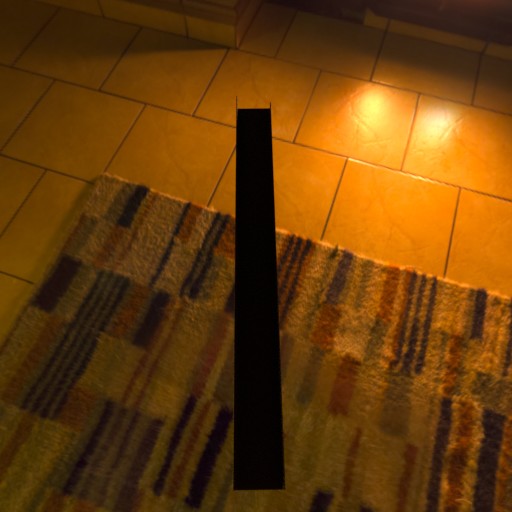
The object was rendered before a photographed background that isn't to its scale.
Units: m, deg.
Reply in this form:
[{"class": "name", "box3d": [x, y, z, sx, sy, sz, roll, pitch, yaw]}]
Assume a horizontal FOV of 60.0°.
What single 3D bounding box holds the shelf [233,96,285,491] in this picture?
[{"class": "shelf", "box3d": [0.000, 0.000, 0.988, 0.092, 0.049, 0.924, -1, 64, 0]}]
